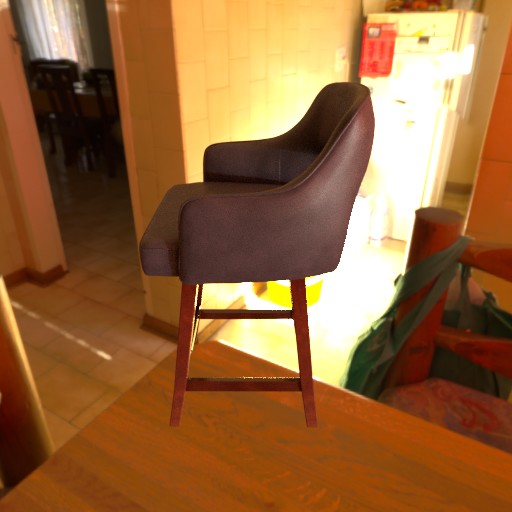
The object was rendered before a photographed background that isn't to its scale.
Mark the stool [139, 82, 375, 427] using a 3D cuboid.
[{"bbox_3d":[0.000,0.000,1.295,0.560,0.936,0.550,0,27,0],"label":"stool"}]
